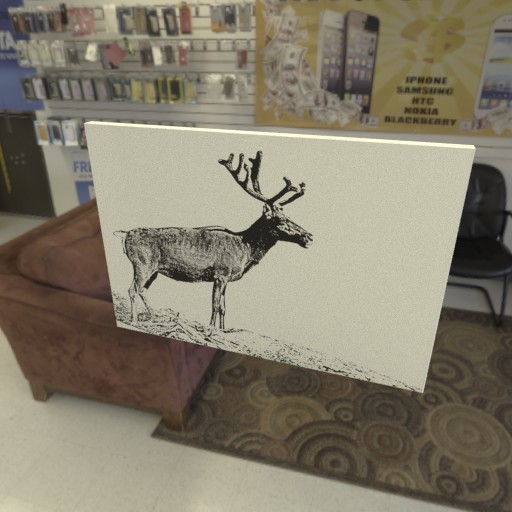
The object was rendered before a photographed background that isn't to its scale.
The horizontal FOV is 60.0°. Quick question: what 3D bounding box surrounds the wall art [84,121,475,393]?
[{"bbox_3d":[0.000,0.000,1.134,0.906,0.617,0.033,8,27,17],"label":"wall art"}]
